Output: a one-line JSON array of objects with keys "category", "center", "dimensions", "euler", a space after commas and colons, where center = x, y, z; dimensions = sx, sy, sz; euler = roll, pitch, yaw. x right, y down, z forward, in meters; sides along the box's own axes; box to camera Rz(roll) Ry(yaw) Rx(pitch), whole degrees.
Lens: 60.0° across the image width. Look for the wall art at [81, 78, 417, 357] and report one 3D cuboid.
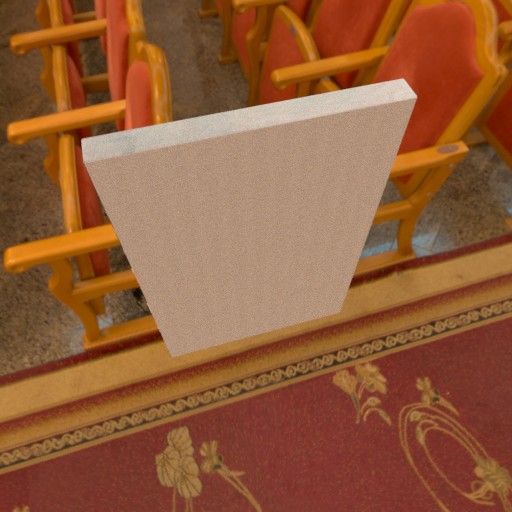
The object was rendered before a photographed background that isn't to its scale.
[{"category": "wall art", "center": [0.000, 0.000, 1.171], "dimensions": [0.609, 0.911, 0.061], "euler": [-14, 58, -9]}]
